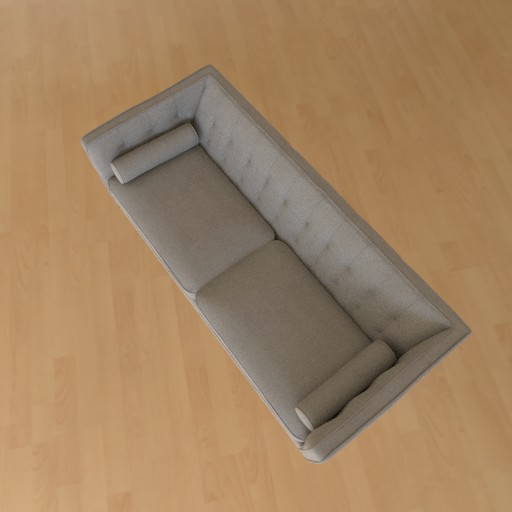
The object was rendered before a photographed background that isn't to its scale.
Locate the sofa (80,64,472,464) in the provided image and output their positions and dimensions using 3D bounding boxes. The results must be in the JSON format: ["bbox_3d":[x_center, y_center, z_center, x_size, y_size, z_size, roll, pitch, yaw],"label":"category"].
[{"bbox_3d":[0.000,0.000,2.563,0.912,0.798,2.079,-35,71,-14],"label":"sofa"}]
